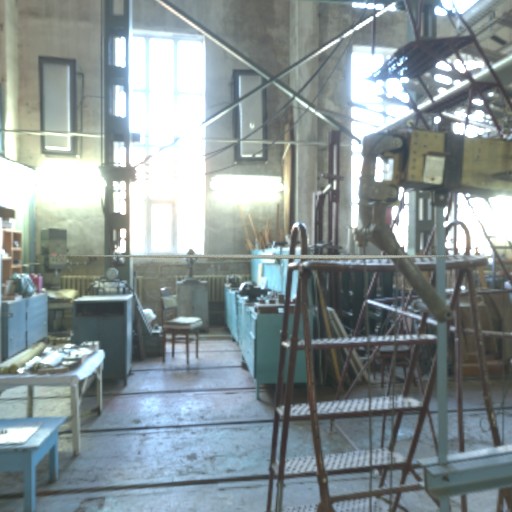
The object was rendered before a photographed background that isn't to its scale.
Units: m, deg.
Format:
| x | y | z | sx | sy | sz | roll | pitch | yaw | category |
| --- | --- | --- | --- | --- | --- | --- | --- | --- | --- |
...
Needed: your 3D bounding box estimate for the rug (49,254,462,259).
| x | y | z | sx | sy | sz | roll | pitch | yaw | category |
| --- | --- | --- | --- | --- | --- | --- | --- | --- | --- |
| 0.000 | 0.000 | 4.307 | 3.197 | 0.006 | 2.438 | 0 | 1 | 37 | rug |
